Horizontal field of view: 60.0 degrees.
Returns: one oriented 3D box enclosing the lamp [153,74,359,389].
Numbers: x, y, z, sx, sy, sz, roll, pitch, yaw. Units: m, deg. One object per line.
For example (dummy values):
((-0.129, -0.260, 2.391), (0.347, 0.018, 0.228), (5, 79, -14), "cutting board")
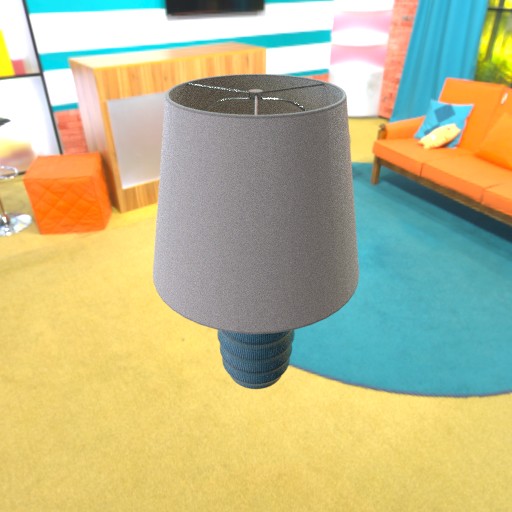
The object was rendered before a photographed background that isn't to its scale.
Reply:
((0.000, 0.000, 0.550), (0.254, 0.392, 0.254), (0, 33, 0), "lamp")
